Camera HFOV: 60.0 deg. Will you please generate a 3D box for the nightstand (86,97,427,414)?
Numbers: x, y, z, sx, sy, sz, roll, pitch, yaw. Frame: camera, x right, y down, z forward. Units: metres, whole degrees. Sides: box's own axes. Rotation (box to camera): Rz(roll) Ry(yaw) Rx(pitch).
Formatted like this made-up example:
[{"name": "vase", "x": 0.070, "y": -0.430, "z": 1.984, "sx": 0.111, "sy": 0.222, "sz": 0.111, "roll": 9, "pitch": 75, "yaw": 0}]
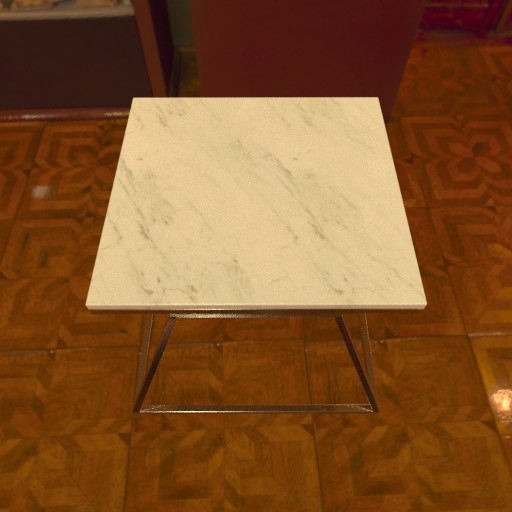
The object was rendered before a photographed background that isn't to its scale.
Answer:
[{"name": "nightstand", "x": 0.000, "y": 0.000, "z": 0.892, "sx": 0.513, "sy": 0.426, "sz": 0.514, "roll": 0, "pitch": 57, "yaw": 0}]
